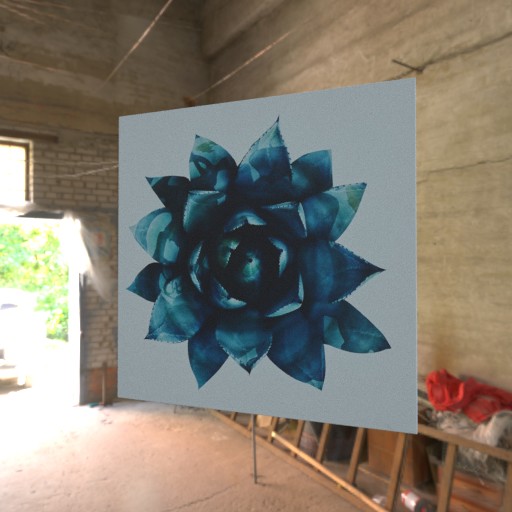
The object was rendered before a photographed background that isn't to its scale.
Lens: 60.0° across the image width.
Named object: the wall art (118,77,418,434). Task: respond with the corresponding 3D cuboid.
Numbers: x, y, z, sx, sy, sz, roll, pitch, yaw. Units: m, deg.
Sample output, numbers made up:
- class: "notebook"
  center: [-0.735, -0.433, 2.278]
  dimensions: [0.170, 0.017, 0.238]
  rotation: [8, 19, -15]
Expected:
- class: "wall art"
  center: [0.000, 0.000, 0.447]
  dimensions: [0.305, 0.305, 0.038]
  rotation: [0, -1, 20]
